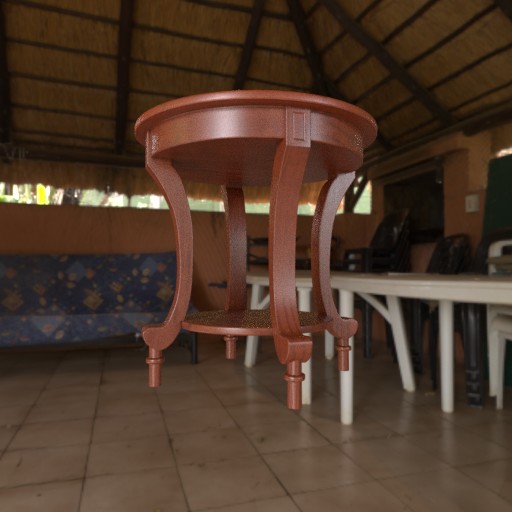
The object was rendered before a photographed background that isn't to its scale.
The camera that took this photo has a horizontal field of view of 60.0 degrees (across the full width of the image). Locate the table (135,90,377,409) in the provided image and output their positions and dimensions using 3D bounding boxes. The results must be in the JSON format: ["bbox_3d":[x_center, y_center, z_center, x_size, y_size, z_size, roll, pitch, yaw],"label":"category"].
[{"bbox_3d":[0.000,0.000,1.123,0.597,0.612,0.597,0,-1,0],"label":"table"}]
